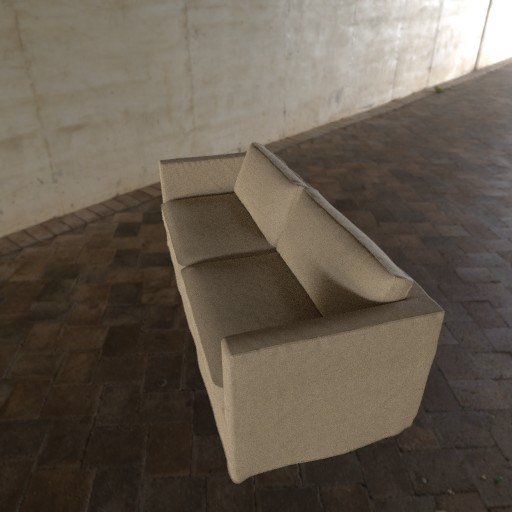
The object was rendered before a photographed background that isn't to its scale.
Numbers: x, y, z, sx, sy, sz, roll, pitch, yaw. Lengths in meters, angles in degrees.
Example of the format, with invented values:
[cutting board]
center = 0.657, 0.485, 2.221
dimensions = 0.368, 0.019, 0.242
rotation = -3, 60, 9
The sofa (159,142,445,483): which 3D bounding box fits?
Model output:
[sofa]
center = 0.000, 0.000, 2.751
dimensions = 0.956, 0.847, 2.296
rotation = -9, 32, -14
